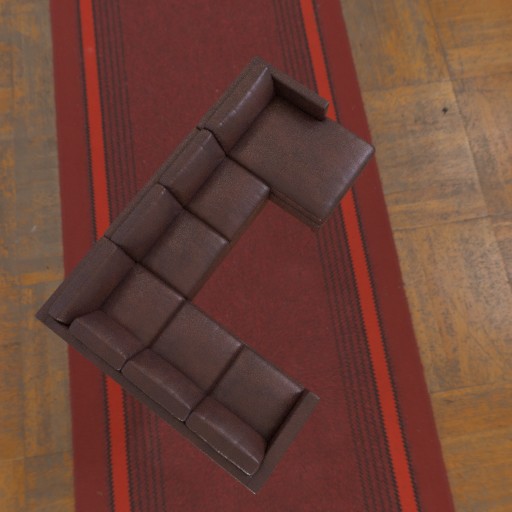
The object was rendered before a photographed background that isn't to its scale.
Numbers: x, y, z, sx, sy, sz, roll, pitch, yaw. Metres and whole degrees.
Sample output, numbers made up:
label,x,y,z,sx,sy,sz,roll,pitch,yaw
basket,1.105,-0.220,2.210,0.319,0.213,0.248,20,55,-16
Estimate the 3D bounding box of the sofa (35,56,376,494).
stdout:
label,x,y,z,sx,sy,sz,roll,pitch,yaw
sofa,0.000,0.000,4.348,2.452,0.891,3.324,35,79,8
